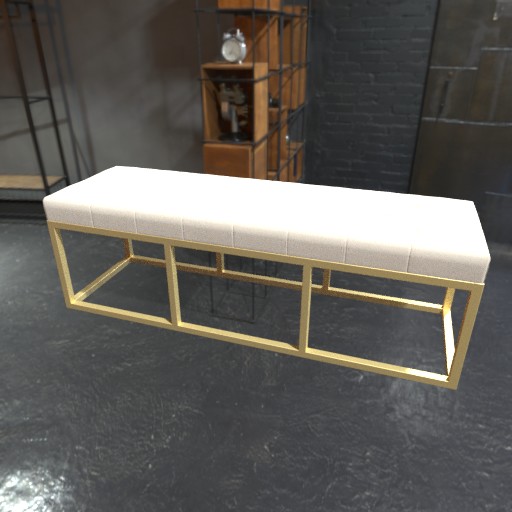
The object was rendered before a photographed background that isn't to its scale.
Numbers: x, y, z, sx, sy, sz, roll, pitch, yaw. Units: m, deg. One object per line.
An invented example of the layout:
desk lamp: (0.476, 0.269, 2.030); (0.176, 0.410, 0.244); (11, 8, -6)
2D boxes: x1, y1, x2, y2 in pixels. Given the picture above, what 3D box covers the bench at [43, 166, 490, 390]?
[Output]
bench: (0.000, 0.000, 1.673); (1.473, 0.484, 0.457); (9, 28, 16)
